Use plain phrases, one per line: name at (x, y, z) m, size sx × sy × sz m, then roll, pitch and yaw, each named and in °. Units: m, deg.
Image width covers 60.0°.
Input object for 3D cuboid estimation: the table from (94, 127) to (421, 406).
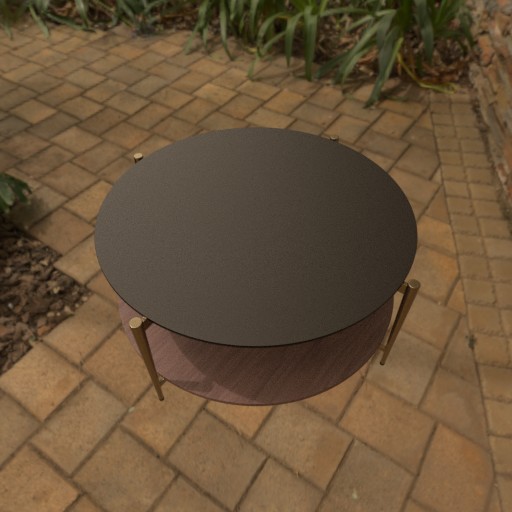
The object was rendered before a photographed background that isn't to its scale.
table at (0.000, 0.000, 1.470) m, size 0.938 × 0.400 × 0.938 m, roll 4°, pitch 47°, yaw 4°
